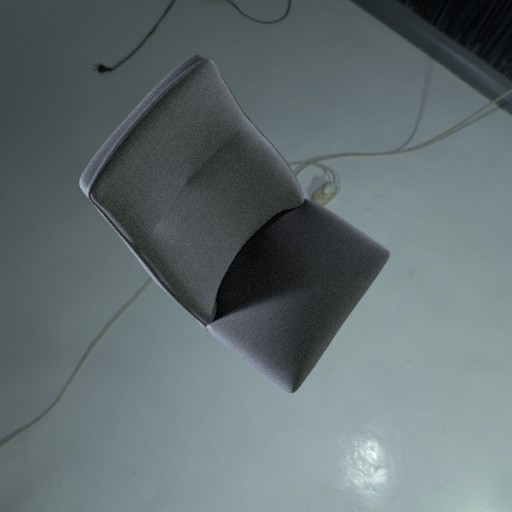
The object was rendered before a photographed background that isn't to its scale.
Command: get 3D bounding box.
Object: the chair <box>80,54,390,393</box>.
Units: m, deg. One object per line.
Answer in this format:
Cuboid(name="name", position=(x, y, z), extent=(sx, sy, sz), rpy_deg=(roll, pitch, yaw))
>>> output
Cuboid(name="chair", position=(0.000, 0.000, 1.257), extent=(0.620, 0.930, 0.500), rpy_deg=(36, 79, 8))
